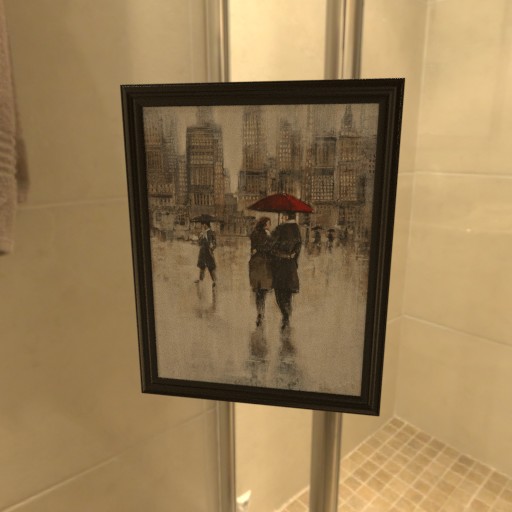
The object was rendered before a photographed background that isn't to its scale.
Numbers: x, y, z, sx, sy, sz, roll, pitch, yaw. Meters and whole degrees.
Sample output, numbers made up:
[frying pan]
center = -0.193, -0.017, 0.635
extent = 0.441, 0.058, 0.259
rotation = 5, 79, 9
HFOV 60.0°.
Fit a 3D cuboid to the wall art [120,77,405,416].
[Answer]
[wall art]
center = 0.000, 0.000, 1.621
extent = 0.950, 1.194, 0.053
rotation = 2, 14, 10
